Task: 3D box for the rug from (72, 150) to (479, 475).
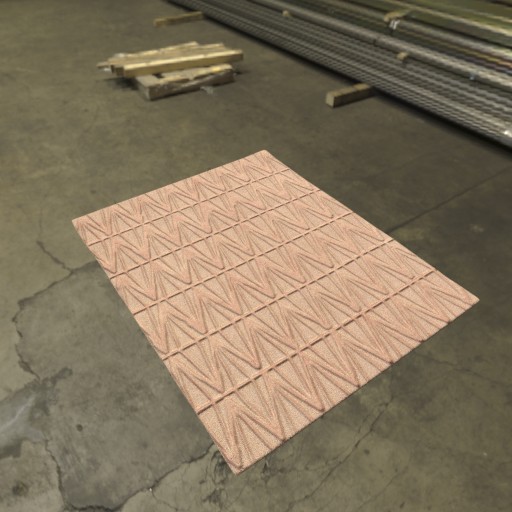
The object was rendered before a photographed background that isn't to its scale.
[{"bbox_3d":[0.000,0.000,4.090,2.453,0.043,3.052,-26,48,-25],"label":"rug"}]
